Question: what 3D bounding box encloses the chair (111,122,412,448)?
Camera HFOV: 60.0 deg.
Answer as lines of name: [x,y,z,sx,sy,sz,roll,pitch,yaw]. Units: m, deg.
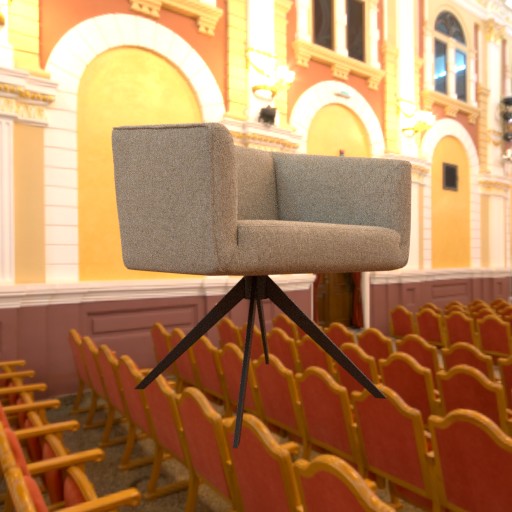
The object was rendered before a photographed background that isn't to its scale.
chair: [0.000,0.000,1.229,0.628,0.760,0.623,0,0,-36]
